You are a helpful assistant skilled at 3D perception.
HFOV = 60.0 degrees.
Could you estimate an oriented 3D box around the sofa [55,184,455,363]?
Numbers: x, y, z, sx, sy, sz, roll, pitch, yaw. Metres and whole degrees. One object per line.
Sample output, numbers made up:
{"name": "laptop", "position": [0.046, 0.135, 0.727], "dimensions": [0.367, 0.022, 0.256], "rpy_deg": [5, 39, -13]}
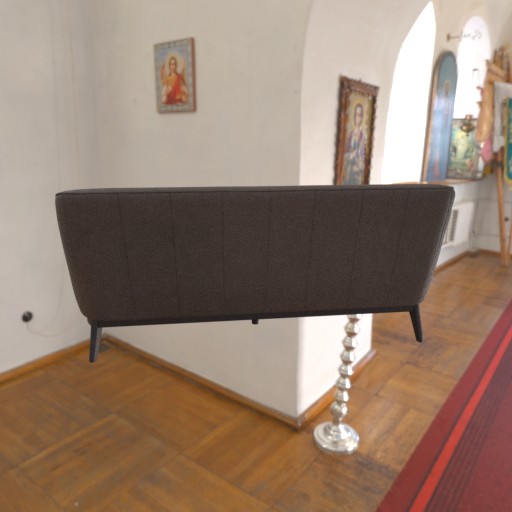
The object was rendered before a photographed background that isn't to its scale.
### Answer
{"name": "sofa", "position": [0.000, 0.000, 2.400], "dimensions": [1.928, 0.831, 0.869], "rpy_deg": [-2, 15, -7]}
